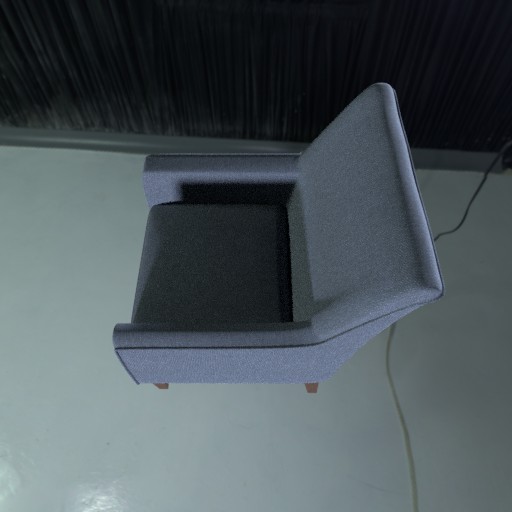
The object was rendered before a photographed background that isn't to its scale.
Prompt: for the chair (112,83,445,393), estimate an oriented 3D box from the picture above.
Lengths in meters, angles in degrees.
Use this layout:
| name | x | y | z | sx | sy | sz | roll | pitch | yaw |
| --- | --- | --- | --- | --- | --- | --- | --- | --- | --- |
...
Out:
| name | x | y | z | sx | sy | sz | roll | pitch | yaw |
| --- | --- | --- | --- | --- | --- | --- | --- | --- | --- |
| chair | 0.000 | 0.000 | 1.599 | 0.899 | 0.919 | 0.780 | 0 | 58 | 0 |
